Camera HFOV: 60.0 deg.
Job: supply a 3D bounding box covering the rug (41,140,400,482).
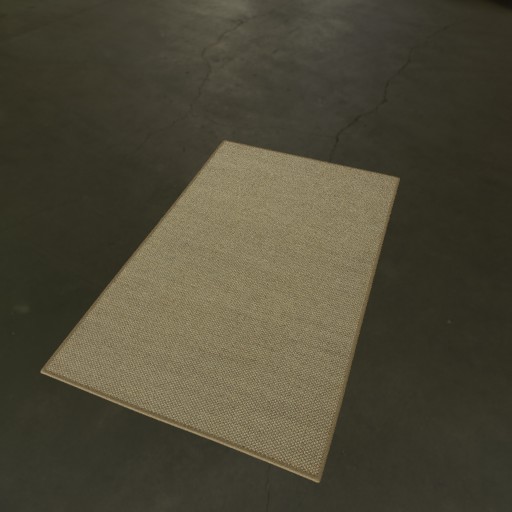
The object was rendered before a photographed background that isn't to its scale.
[{"bbox_3d":[0.000,0.000,2.029,1.062,0.013,1.667,16,48,14],"label":"rug"}]
